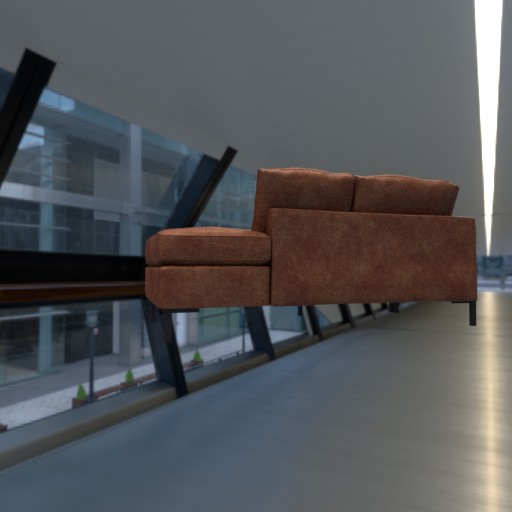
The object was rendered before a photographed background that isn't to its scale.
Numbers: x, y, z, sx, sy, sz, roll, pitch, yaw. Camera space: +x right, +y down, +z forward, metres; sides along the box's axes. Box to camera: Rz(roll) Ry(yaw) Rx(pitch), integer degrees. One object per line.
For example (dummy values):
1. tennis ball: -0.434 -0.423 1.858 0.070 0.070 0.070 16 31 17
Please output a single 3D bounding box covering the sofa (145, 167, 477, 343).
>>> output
1. sofa: 0.000 0.000 3.787 1.939 0.900 2.956 0 -1 -18
